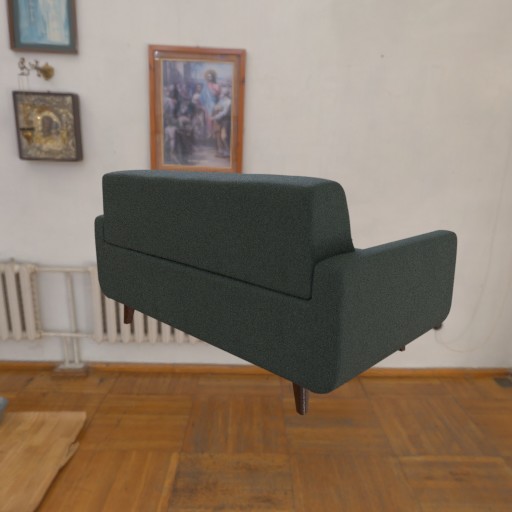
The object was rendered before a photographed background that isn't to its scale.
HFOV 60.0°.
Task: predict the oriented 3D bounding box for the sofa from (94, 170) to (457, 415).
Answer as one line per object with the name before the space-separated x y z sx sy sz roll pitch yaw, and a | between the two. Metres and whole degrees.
sofa | 0.000 0.000 2.212 1.631 0.841 0.909 12 18 44
